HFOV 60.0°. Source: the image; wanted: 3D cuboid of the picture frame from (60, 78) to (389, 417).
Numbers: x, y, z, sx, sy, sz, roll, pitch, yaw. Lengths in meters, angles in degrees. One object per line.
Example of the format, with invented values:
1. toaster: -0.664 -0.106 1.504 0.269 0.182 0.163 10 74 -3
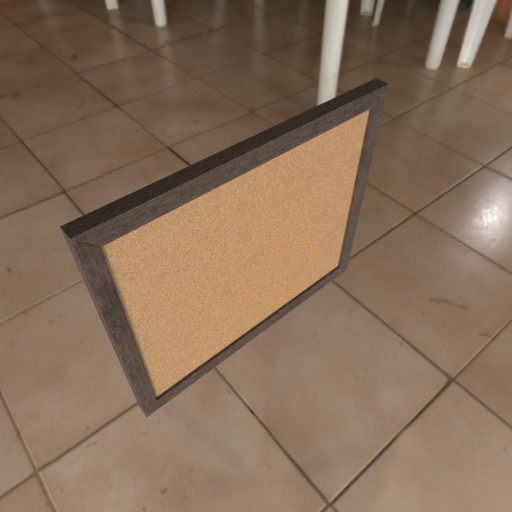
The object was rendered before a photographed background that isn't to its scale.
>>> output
1. picture frame: 0.000 0.000 0.767 0.546 0.455 0.026 -32 55 -27
